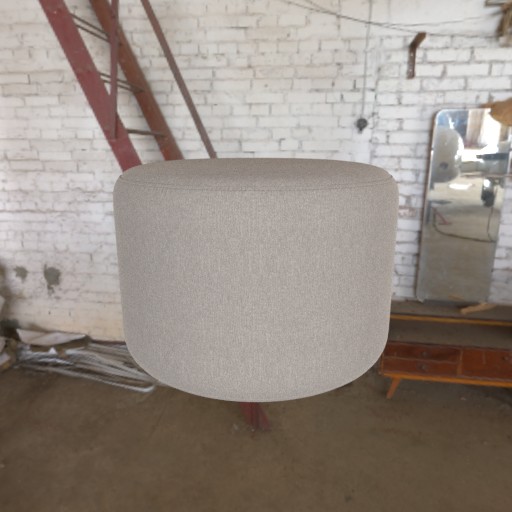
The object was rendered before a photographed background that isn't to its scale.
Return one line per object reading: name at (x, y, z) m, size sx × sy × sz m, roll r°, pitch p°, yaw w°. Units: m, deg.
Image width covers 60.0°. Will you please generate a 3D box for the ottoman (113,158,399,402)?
ottoman at (0.000, 0.000, 1.021) m, size 0.608 × 0.433 × 0.608 m, roll 0°, pitch 15°, yaw 0°
